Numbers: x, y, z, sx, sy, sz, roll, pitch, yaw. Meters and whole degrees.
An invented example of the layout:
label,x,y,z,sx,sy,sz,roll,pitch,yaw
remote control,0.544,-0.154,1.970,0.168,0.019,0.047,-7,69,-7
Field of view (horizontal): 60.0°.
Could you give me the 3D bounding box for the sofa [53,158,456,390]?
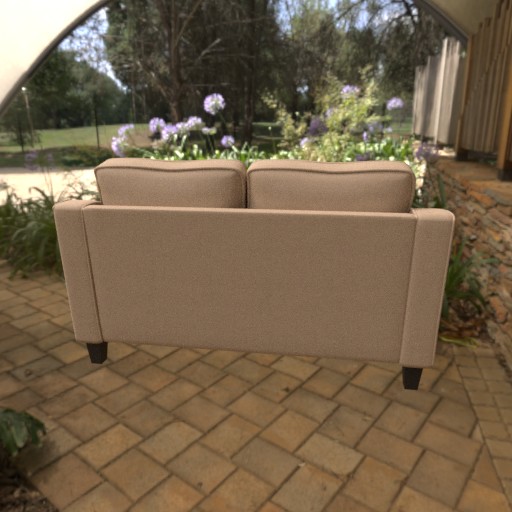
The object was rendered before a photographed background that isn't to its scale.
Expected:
label,x,y,z,sx,sy,sz,roll,pitch,yaw
sofa,0.000,0.000,3.548,2.587,1.562,1.351,2,16,9
